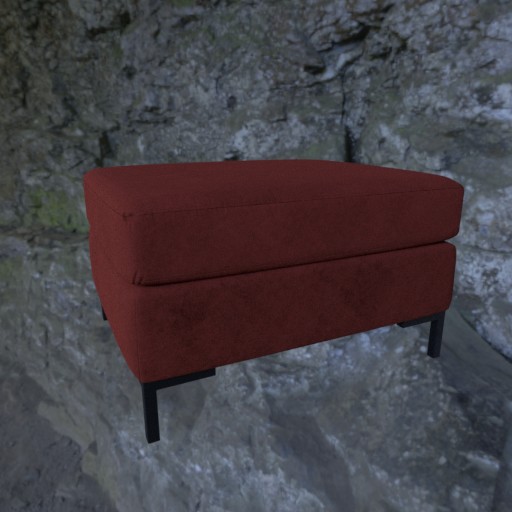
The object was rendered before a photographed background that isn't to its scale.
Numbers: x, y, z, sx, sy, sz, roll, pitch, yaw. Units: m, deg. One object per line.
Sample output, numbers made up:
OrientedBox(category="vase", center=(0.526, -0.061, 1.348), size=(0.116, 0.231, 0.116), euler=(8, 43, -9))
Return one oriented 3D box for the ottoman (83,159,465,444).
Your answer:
OrientedBox(category="ottoman", center=(0.000, 0.000, 1.162), size=(0.782, 0.462, 0.650), euler=(-8, 18, -25))
